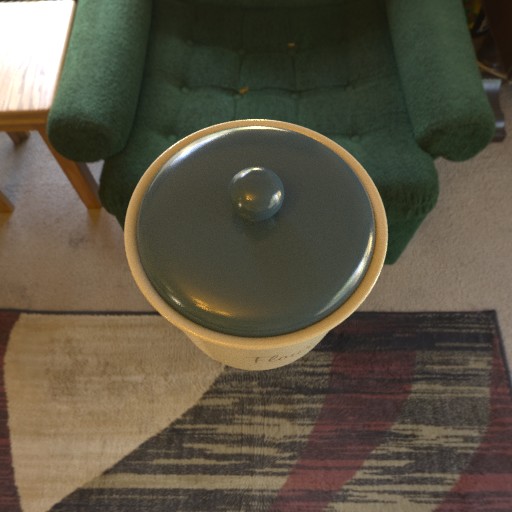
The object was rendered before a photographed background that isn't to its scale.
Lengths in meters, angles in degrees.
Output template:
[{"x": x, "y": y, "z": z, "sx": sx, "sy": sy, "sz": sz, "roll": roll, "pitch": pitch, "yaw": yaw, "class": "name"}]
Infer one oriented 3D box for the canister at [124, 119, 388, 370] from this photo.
[{"x": 0.000, "y": 0.000, "z": 0.360, "sx": 0.182, "sy": 0.208, "sz": 0.182, "roll": 0, "pitch": 64, "yaw": 0, "class": "canister"}]
